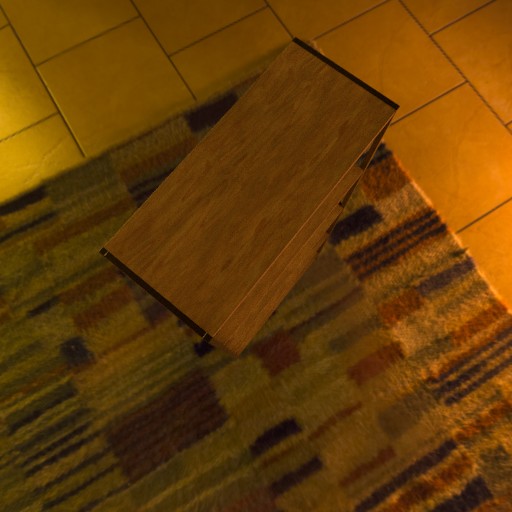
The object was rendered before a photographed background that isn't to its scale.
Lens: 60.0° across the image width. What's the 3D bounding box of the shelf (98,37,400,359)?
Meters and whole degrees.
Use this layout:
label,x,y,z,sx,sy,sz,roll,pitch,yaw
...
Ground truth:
label,x,y,z,sx,sy,sz,roll,pitch,yaw
shelf,0.000,0.000,2.117,0.386,1.803,0.874,38,79,9
